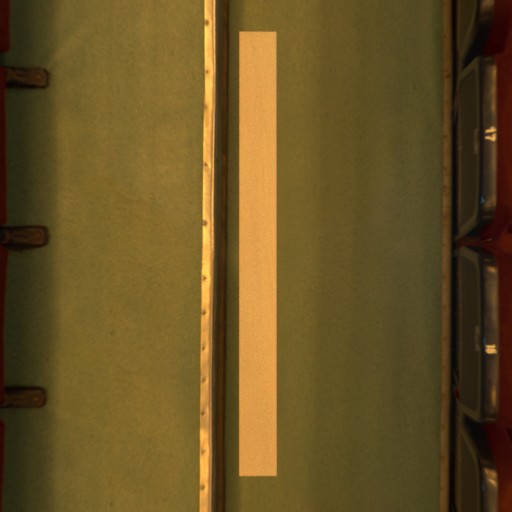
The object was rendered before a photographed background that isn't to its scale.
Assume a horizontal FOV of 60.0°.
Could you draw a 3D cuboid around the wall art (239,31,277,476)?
[{"bbox_3d":[0.000,0.000,0.689,0.037,0.511,0.435,0,89,0],"label":"wall art"}]
